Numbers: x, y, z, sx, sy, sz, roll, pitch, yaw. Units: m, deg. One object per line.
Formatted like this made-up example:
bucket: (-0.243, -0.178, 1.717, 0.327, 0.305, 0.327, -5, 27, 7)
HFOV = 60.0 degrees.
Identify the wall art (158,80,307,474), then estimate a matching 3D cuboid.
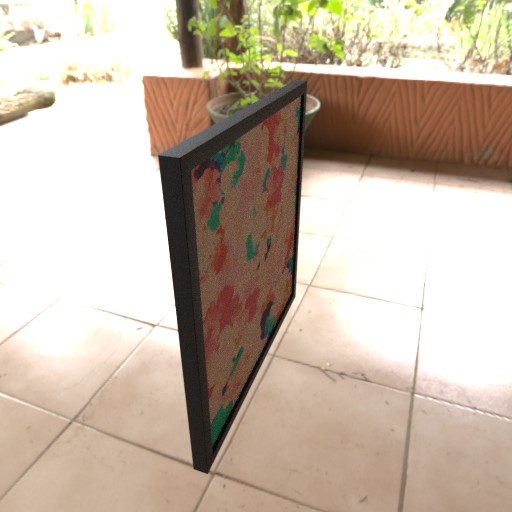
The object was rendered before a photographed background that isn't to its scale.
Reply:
wall art: (0.000, 0.000, 0.466, 0.015, 0.304, 0.306, 10, 32, 17)
